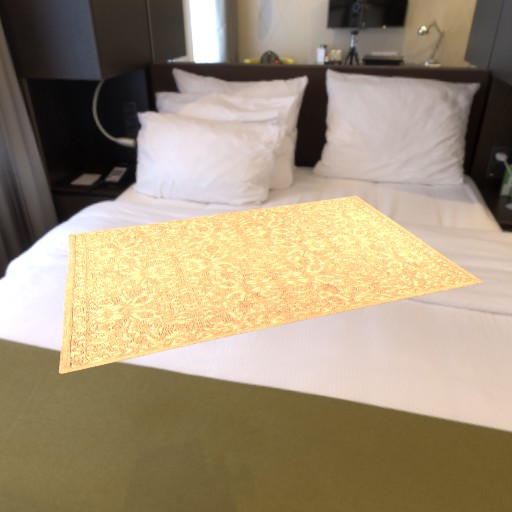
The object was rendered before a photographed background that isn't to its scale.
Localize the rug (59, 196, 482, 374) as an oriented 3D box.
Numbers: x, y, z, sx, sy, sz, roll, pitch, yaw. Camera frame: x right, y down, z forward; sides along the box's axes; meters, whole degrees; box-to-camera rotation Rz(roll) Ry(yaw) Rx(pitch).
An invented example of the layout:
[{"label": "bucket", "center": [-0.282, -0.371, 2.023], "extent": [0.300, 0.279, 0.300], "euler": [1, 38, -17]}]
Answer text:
[{"label": "rug", "center": [0.000, 0.000, 3.011], "extent": [2.435, 0.012, 1.529], "euler": [-9, 30, -16]}]
